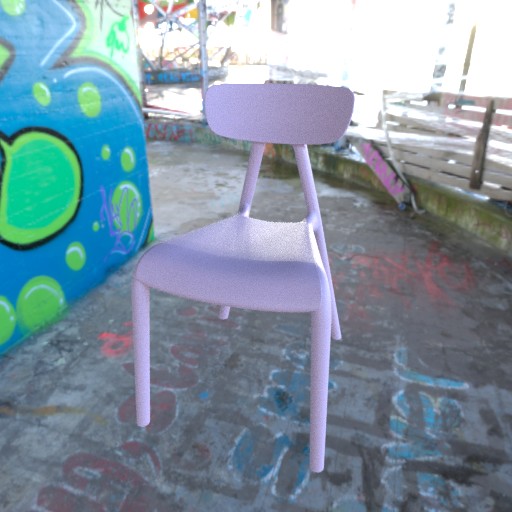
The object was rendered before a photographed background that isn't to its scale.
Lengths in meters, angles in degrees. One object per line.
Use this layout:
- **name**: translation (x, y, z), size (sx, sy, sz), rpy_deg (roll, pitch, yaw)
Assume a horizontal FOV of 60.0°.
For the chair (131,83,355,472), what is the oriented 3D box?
- **chair**: translation (0.000, 0.000, 0.835), size (0.356, 0.580, 0.401), rpy_deg (8, 27, 15)
